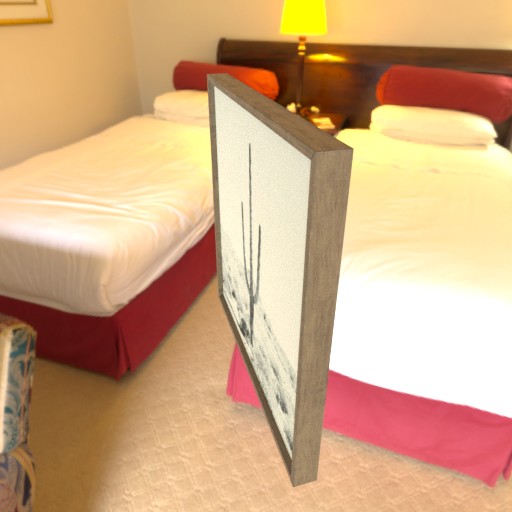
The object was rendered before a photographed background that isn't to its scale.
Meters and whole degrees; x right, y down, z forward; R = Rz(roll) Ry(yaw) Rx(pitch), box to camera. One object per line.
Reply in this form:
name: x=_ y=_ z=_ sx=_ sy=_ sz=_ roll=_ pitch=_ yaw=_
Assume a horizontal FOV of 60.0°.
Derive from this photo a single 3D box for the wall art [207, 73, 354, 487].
wall art: x=0.000 y=0.000 z=0.748 sx=0.038 sy=0.508 sz=0.508 roll=-9 pitch=31 yaw=-14
